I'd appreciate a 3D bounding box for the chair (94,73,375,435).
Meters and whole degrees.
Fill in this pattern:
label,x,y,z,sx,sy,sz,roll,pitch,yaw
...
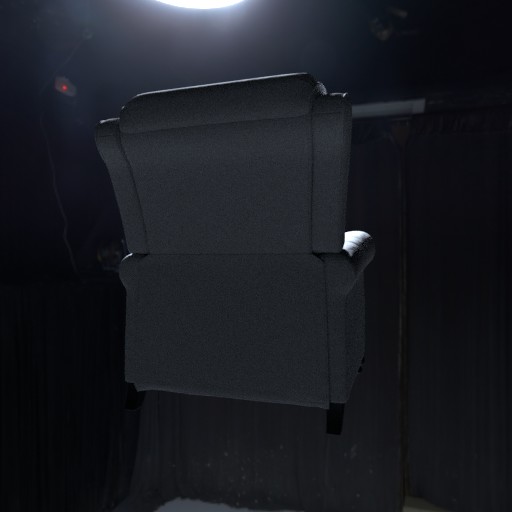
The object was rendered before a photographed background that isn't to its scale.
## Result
label,x,y,z,sx,sy,sz,roll,pitch,yaw
chair,0.000,0.000,1.711,0.859,1.046,0.919,0,0,18
